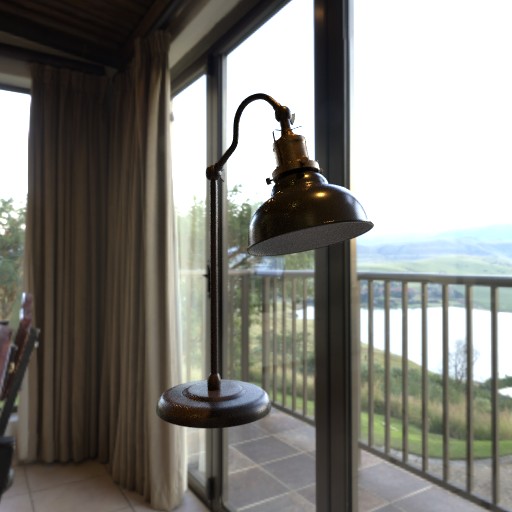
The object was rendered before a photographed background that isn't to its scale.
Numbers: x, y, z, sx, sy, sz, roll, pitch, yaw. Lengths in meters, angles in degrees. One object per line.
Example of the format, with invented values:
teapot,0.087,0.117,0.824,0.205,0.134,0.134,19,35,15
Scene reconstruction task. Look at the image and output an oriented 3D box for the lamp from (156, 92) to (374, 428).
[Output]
lamp,0.000,0.000,0.691,0.374,0.508,0.192,0,-1,40
